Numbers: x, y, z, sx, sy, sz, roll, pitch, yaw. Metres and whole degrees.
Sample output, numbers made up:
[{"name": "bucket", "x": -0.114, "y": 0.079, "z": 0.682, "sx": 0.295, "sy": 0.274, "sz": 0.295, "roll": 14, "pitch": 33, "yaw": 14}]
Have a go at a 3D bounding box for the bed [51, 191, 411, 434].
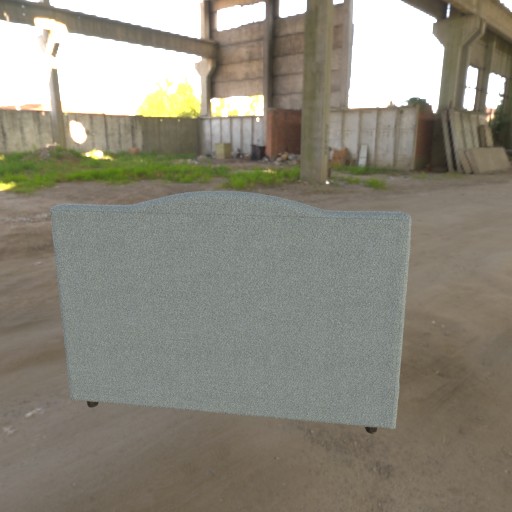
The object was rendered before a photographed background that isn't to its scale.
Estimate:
[{"name": "bed", "x": 0.000, "y": 0.000, "z": 3.889, "sx": 2.161, "sy": 1.457, "sz": 2.689, "roll": 2, "pitch": 16, "yaw": 8}]
